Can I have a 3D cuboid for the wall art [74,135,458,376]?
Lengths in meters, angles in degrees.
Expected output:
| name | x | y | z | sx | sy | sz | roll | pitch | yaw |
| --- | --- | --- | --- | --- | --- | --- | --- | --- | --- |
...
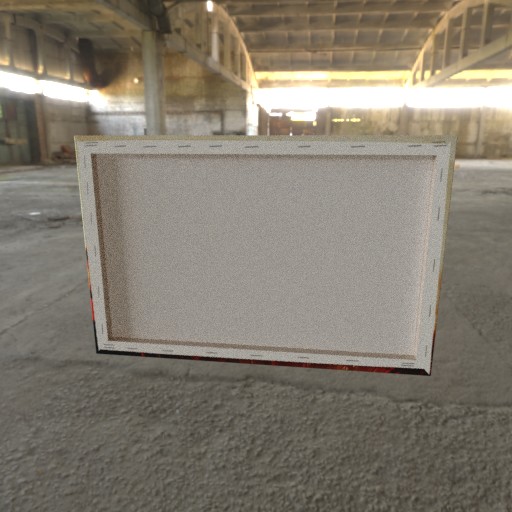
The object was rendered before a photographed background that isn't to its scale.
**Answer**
| name | x | y | z | sx | sy | sz | roll | pitch | yaw |
| --- | --- | --- | --- | --- | --- | --- | --- | --- | --- |
| wall art | 0.000 | 0.000 | 1.146 | 0.918 | 0.602 | 0.038 | 2 | 15 | 8 |
